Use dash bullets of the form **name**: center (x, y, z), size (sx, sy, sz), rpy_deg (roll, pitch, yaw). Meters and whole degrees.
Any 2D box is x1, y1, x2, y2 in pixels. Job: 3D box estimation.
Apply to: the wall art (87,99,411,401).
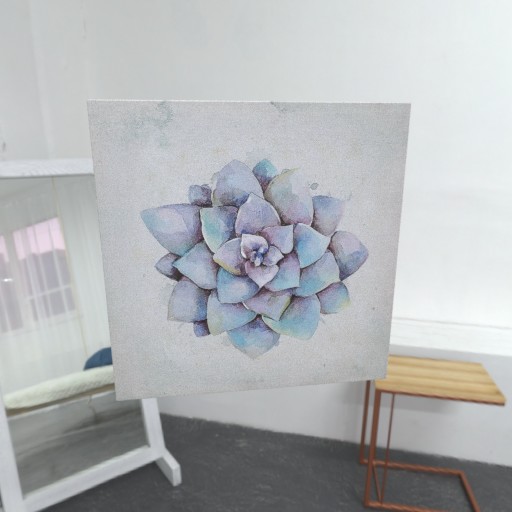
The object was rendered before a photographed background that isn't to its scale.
- **wall art**: center (0.000, 0.000, 0.929), size (0.612, 0.612, 0.040), rpy_deg (-2, 16, -8)
